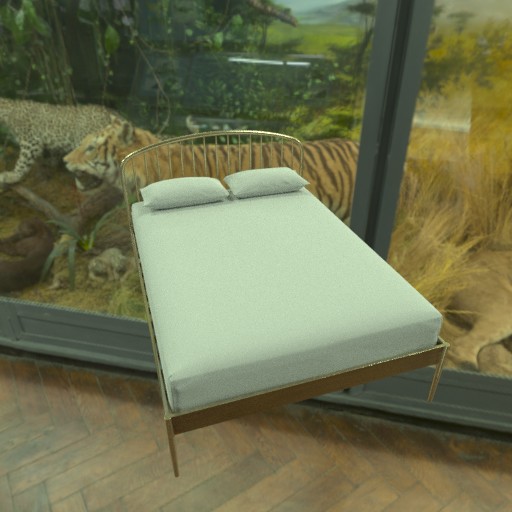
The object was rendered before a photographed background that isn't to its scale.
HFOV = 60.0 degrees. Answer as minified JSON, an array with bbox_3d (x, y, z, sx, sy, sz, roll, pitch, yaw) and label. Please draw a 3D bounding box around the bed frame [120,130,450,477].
[{"bbox_3d":[0.000,0.000,3.096,1.612,1.175,2.152,-10,33,-15],"label":"bed frame"}]
